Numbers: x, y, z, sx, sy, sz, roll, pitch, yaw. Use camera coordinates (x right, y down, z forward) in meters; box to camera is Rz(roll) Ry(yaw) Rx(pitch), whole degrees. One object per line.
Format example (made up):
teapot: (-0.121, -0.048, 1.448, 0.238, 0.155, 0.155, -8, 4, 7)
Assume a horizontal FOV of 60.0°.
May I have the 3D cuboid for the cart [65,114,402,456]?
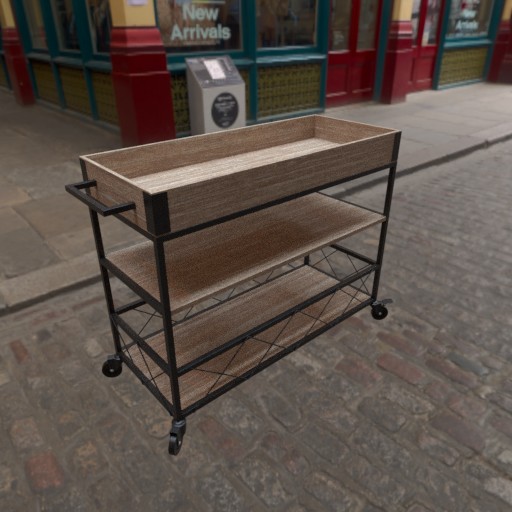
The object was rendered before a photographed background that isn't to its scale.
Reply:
cart: (0.000, 0.000, 1.544, 1.101, 0.787, 0.500, -22, 35, -36)
